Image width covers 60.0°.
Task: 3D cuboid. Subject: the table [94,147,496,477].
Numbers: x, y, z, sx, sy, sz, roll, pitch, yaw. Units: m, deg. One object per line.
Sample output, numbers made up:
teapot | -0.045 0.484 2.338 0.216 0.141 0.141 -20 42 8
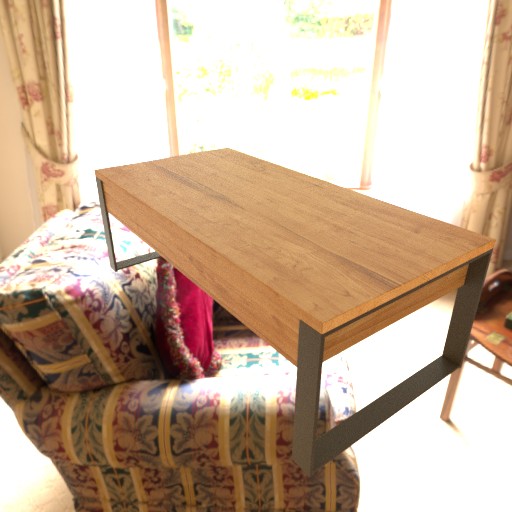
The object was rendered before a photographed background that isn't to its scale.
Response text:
table | 0.000 0.000 1.433 0.590 0.400 1.180 -19 32 -32
